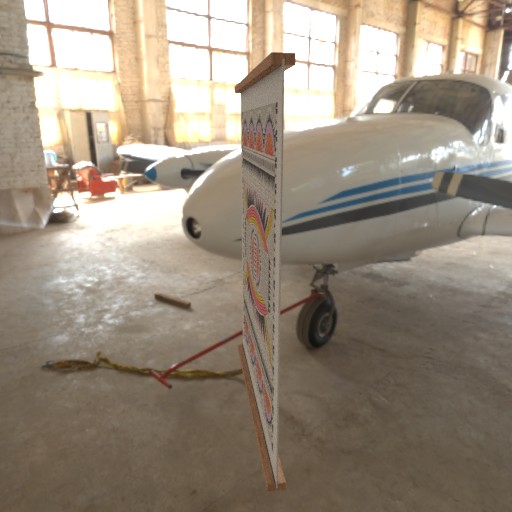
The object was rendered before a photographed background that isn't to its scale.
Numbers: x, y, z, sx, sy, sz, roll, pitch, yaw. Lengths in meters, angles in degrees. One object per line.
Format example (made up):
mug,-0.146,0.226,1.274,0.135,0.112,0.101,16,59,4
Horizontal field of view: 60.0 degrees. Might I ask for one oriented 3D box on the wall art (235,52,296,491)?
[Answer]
wall art,0.000,0.000,0.801,0.028,0.609,0.456,-2,16,-8
